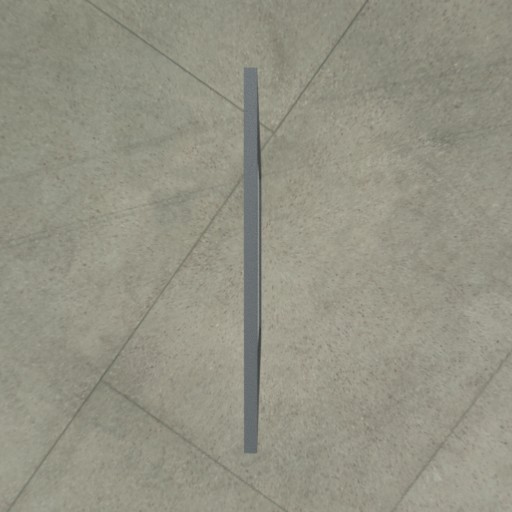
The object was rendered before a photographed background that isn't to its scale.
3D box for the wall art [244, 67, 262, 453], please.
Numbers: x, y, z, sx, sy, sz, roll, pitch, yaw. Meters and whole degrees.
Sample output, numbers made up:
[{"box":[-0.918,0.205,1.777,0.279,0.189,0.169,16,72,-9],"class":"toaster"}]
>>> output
[{"box":[0.000,0.000,0.702,0.013,0.534,0.380,0,91,1],"class":"wall art"}]
